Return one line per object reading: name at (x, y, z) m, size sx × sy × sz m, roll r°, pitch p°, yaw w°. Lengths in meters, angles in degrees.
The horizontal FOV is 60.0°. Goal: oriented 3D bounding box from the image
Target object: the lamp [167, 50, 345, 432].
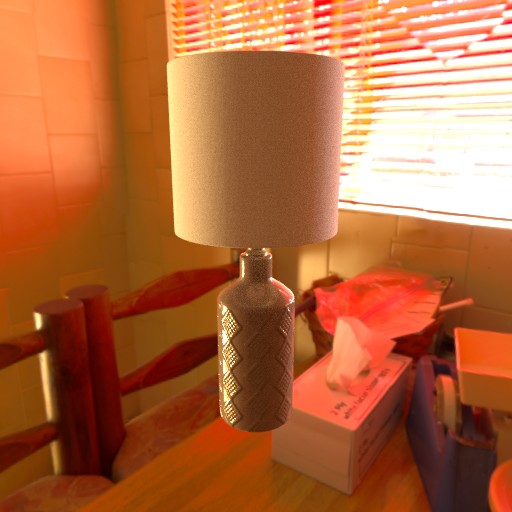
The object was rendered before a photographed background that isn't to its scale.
lamp at (0.000, 0.000, 0.581) m, size 0.207 × 0.461 × 0.207 m, roll 2°, pitch 15°, yaw 9°
